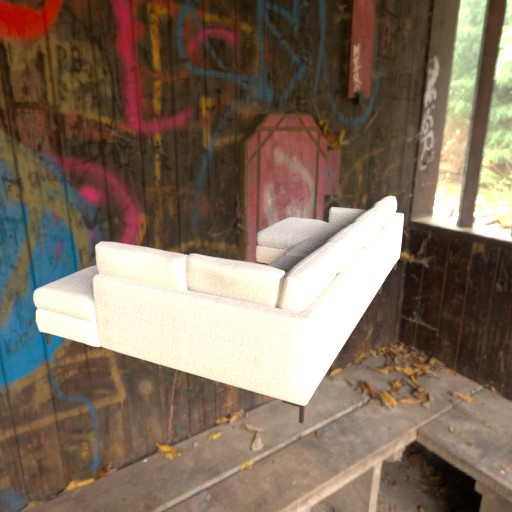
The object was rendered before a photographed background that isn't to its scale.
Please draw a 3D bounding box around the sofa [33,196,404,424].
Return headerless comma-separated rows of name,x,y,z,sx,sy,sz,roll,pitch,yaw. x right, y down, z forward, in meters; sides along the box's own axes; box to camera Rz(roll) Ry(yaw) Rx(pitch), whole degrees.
sofa,0.000,0.000,3.597,1.879,0.756,2.737,8,19,25
